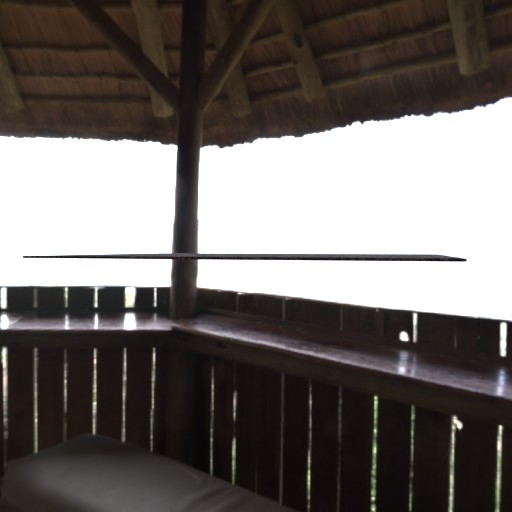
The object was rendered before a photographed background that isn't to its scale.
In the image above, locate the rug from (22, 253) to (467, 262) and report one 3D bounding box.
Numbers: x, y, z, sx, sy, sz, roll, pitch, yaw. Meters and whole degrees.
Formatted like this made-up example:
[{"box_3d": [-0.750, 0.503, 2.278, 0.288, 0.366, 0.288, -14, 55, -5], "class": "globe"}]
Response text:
[{"box_3d": [0.000, 0.000, 2.261, 1.814, 0.012, 1.186, 0, 1, 18], "class": "rug"}]
